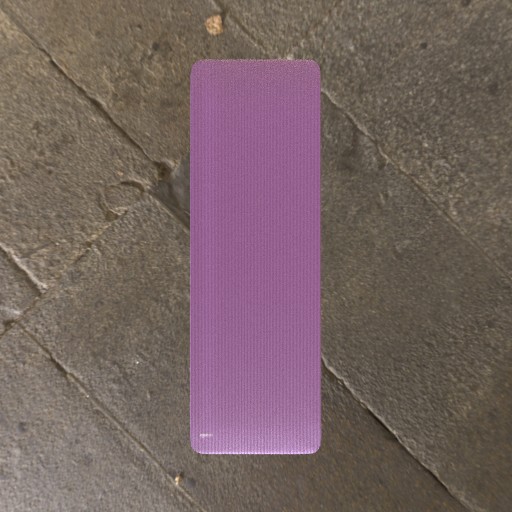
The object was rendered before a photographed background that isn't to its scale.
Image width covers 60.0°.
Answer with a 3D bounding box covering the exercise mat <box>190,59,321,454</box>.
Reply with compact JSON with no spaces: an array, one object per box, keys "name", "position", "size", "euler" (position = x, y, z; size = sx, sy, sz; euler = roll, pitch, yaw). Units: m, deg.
[{"name":"exercise mat","position":[0.000,0.000,2.099],"size":[0.616,0.021,1.869],"euler":[0,90,-1]}]
